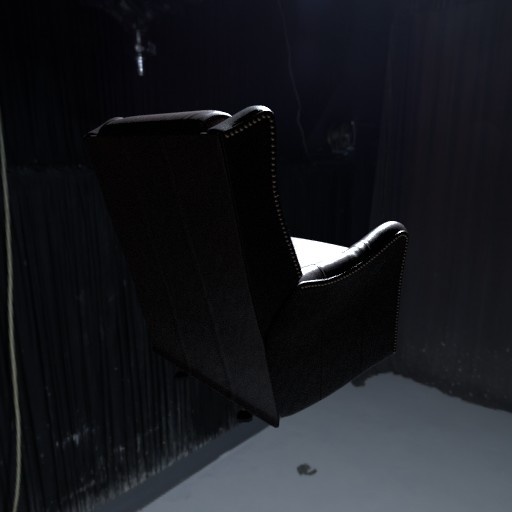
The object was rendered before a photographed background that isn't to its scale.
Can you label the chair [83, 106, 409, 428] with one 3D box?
[{"bbox_3d":[0.000,0.000,1.808,1.008,1.084,0.869,-13,20,-42],"label":"chair"}]
